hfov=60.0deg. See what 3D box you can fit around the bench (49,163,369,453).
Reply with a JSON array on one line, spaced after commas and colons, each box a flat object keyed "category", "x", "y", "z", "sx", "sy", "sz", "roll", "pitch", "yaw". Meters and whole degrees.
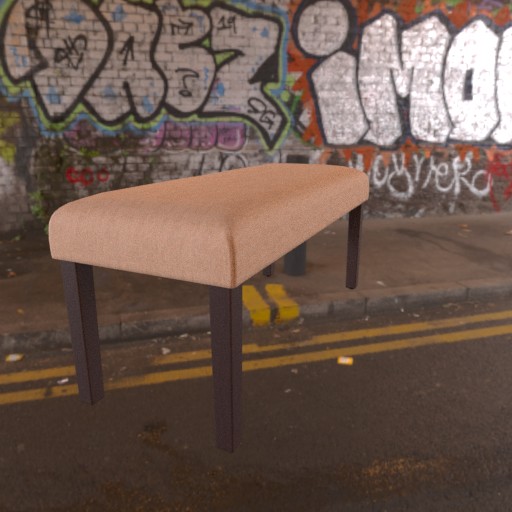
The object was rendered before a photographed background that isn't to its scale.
[{"category": "bench", "x": 0.000, "y": 0.000, "z": 1.243, "sx": 0.407, "sy": 0.456, "sz": 1.013, "roll": 7, "pitch": 18, "yaw": 24}]
